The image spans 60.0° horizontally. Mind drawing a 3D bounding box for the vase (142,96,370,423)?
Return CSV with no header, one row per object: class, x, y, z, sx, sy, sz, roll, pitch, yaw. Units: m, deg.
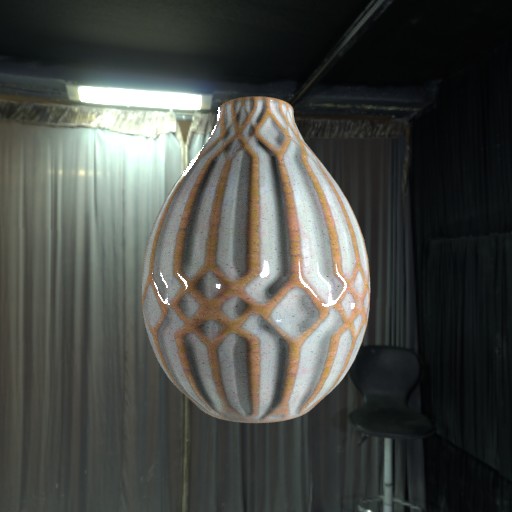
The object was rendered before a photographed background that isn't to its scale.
vase,0.000,0.000,0.263,0.131,0.175,0.131,0,-1,0
